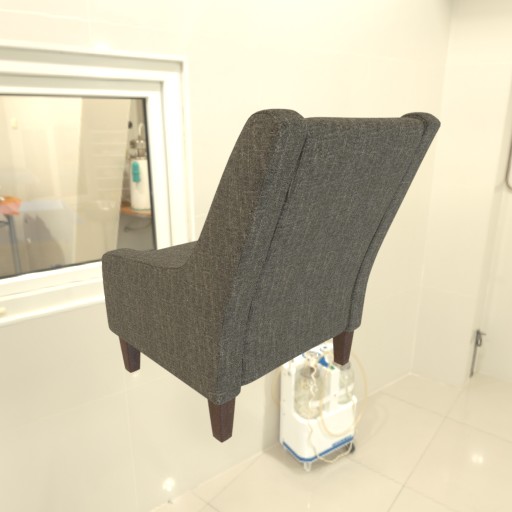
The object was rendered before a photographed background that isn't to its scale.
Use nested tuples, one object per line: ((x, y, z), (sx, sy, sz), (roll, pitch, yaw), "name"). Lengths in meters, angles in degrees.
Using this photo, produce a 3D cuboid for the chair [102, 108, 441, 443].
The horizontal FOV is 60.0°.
((0.000, 0.000, 1.641), (0.793, 1.012, 0.944), (-16, 23, -42), "chair")
